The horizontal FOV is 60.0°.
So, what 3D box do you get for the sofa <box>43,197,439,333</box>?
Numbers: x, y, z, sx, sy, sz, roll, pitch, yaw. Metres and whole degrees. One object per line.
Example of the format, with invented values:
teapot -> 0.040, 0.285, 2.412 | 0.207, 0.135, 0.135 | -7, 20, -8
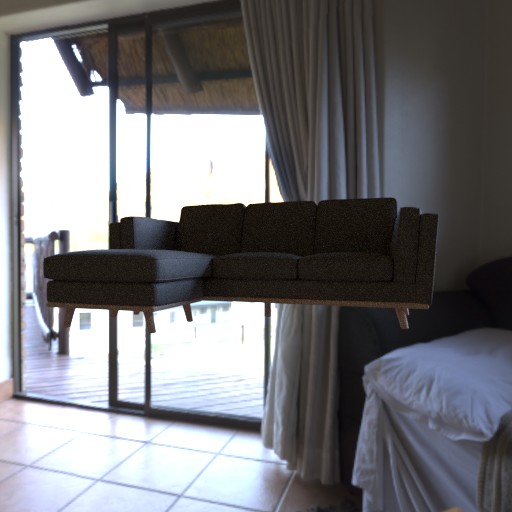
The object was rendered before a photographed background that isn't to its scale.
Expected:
sofa -> 0.000, 0.000, 3.163 | 2.411, 0.929, 1.604 | 0, 0, 19
